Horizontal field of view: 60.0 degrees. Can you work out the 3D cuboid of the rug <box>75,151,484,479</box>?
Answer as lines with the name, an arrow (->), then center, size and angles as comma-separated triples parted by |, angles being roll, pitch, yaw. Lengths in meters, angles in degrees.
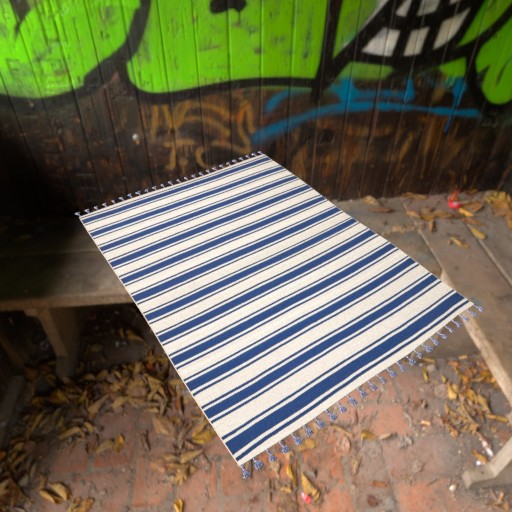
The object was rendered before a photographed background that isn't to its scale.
rug -> 0.000, 0.000, 4.312 | 2.471, 0.016, 3.416 | -24, 47, -25
